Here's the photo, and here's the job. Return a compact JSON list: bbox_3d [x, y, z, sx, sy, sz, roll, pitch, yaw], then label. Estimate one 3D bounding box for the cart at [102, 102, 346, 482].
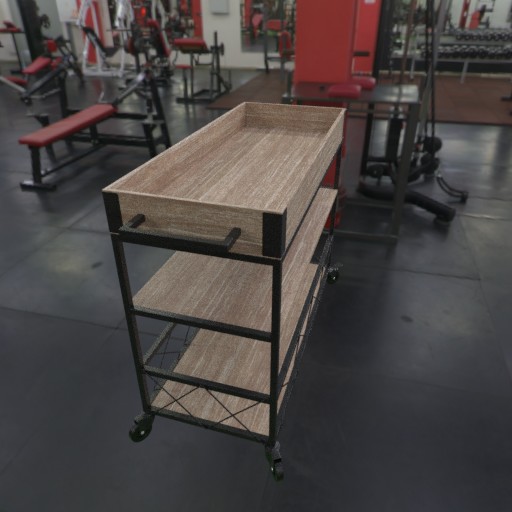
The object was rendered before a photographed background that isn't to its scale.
[{"bbox_3d":[0.000,0.000,1.486,0.500,0.787,1.101,9,31,15],"label":"cart"}]
